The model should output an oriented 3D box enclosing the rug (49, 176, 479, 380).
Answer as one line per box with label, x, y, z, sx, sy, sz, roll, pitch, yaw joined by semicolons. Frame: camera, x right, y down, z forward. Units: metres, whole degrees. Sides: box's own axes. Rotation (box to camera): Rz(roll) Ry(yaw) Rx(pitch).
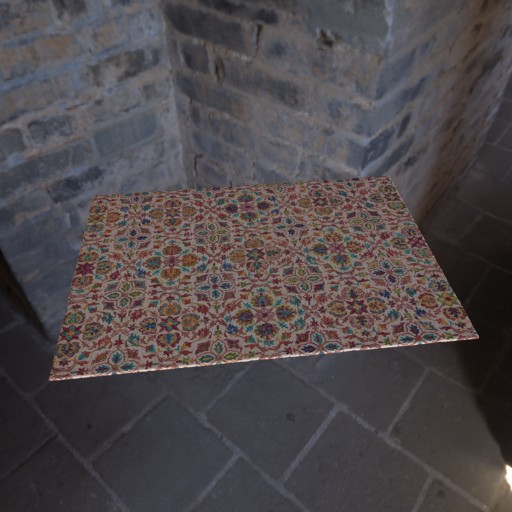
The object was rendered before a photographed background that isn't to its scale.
rug;0.000;0.000;2.886;2.297;0.018;1.541;-5;45;-5
